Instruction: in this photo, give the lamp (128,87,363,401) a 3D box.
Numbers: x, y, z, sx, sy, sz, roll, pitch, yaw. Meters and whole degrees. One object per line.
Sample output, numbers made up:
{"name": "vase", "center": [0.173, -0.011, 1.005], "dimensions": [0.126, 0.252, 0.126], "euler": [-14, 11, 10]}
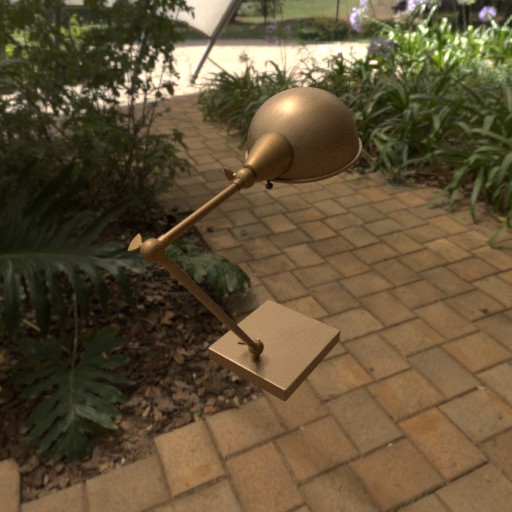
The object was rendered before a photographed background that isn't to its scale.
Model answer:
{"name": "lamp", "center": [0.000, 0.000, 0.551], "dimensions": [0.149, 0.371, 0.339], "euler": [21, 36, 31]}
